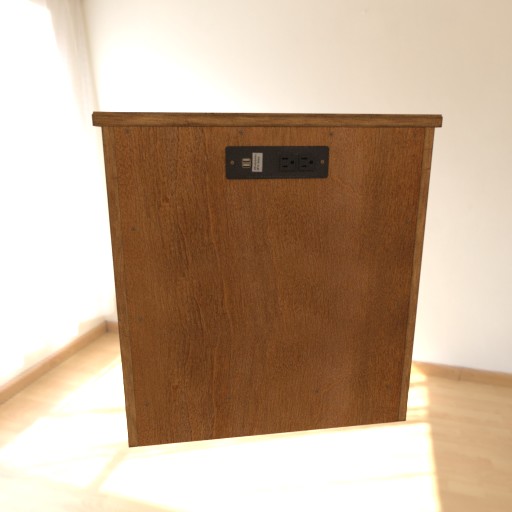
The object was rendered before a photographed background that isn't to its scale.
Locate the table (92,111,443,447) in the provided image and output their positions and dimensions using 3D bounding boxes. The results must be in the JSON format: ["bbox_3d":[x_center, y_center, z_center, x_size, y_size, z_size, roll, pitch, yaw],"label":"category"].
[{"bbox_3d":[0.000,0.000,1.059,0.601,0.625,0.494,-2,15,-8],"label":"table"}]
